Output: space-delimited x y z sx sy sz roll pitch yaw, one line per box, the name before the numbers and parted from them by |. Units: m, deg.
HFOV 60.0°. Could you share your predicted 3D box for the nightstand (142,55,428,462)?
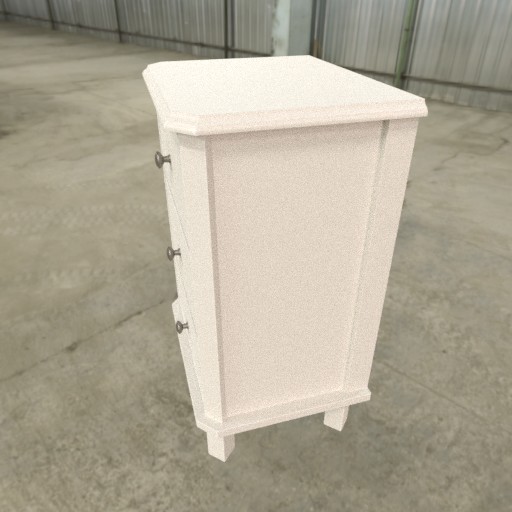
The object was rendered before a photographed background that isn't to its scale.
nightstand | 0.000 0.000 0.898 0.351 0.681 0.435 -9 33 -14
